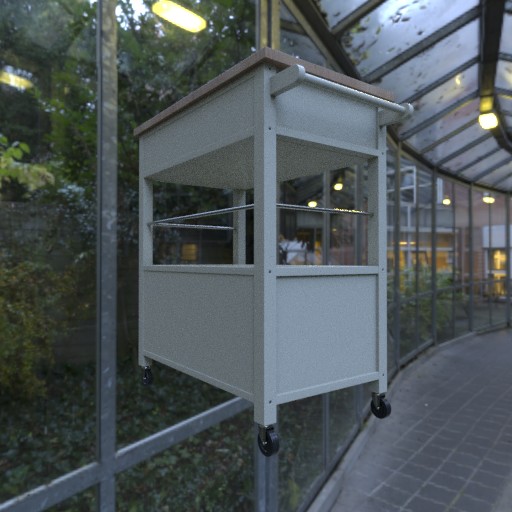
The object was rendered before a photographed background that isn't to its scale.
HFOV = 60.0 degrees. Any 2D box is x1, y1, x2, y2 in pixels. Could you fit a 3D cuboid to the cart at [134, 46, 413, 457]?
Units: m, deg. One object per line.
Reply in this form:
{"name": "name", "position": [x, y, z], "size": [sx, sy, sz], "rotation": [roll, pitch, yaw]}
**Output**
{"name": "cart", "position": [0.000, 0.000, 1.368], "size": [0.459, 0.901, 0.840], "rotation": [0, -1, -37]}
